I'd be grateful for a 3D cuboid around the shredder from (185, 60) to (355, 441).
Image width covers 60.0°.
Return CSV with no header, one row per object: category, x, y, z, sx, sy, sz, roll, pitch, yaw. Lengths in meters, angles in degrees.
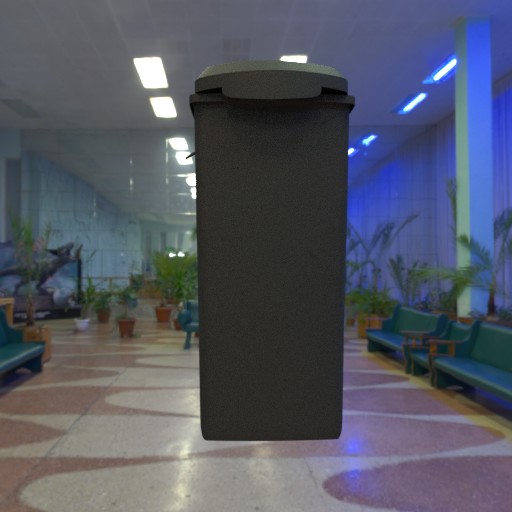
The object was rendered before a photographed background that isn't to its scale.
shredder,0.000,0.000,0.520,0.170,0.335,0.320,0,-1,-1
